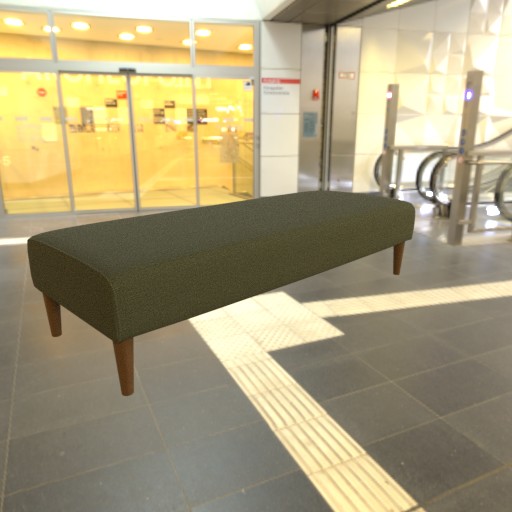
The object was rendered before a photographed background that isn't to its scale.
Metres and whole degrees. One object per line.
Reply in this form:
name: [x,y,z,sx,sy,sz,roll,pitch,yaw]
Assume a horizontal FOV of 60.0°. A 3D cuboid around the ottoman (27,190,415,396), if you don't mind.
ottoman: [0.000,0.000,1.877,1.609,0.393,0.646,-15,22,-42]
